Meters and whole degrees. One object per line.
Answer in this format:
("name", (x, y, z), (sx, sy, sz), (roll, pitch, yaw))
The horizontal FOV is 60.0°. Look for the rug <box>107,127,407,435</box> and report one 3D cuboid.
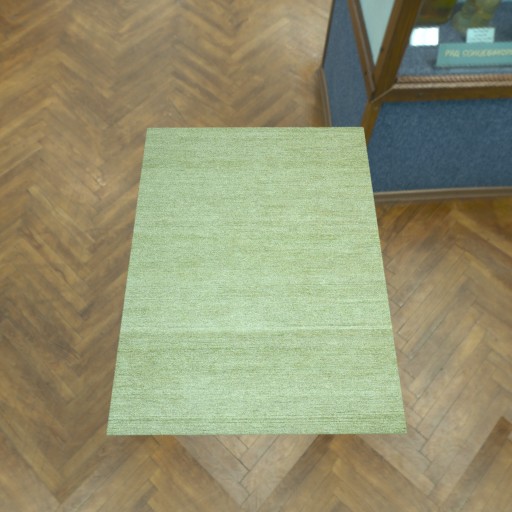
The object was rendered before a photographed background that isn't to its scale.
("rug", (0.000, 0.000, 4.271), (2.425, 0.016, 3.198), (0, 64, 0))
